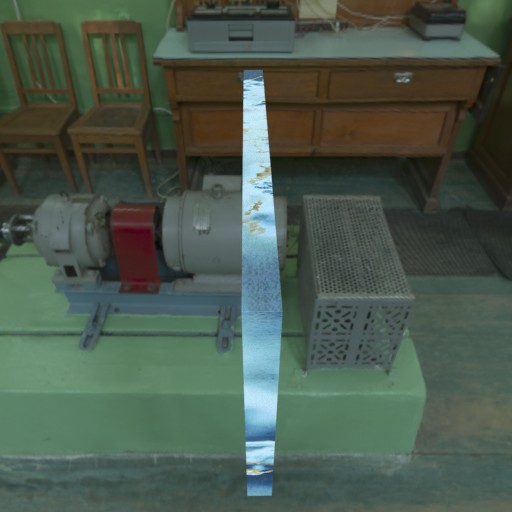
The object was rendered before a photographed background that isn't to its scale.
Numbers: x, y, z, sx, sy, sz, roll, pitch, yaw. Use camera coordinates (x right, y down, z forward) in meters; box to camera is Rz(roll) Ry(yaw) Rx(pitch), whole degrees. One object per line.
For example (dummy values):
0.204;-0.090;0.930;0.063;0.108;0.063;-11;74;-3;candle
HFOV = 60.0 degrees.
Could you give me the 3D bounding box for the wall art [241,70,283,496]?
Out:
0.000;0.000;0.746;0.036;0.405;0.607;-1;41;-1;wall art
